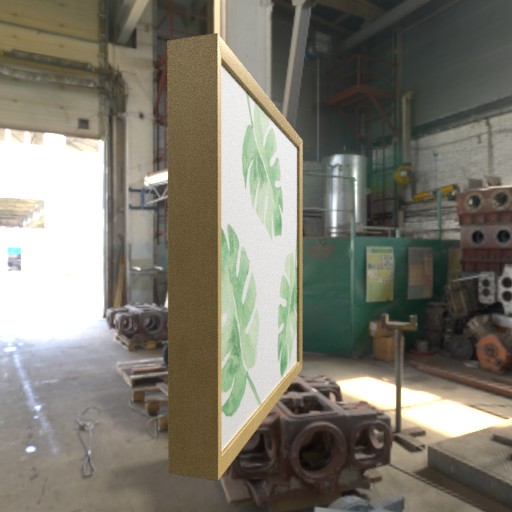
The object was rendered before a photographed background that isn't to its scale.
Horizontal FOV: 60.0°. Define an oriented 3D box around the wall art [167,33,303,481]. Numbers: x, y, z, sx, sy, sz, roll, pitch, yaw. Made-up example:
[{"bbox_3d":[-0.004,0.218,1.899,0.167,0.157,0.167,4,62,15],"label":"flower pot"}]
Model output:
[{"bbox_3d":[0.000,0.000,0.452,0.038,0.305,0.305,0,1,17],"label":"wall art"}]
